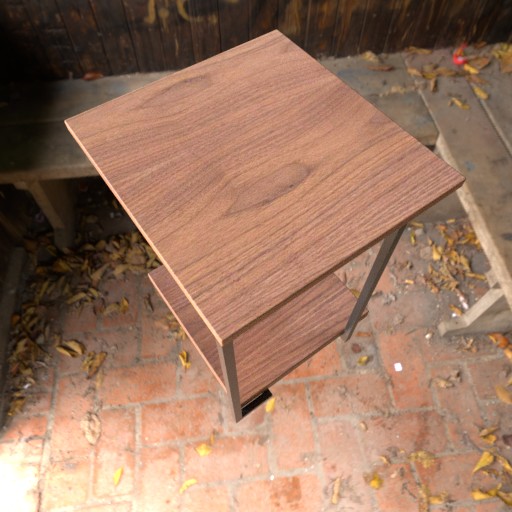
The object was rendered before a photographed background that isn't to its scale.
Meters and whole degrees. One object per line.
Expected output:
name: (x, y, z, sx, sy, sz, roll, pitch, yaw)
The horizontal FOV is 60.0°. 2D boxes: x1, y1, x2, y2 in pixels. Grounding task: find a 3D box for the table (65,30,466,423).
table: (0.000, 0.000, 0.849, 0.384, 0.567, 0.411, -32, 64, -18)
